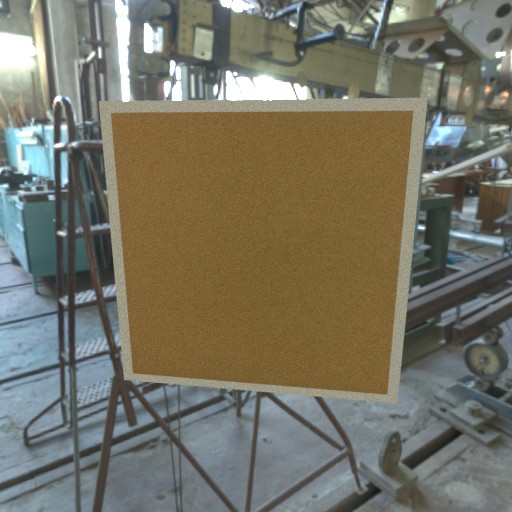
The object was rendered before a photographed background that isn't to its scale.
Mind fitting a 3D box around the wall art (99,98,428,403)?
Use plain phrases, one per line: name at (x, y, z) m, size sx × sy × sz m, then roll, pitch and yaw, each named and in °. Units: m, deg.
wall art at (0.000, 0.000, 0.764) m, size 0.508 × 0.507 × 0.035 m, roll 2°, pitch 16°, yaw 8°
